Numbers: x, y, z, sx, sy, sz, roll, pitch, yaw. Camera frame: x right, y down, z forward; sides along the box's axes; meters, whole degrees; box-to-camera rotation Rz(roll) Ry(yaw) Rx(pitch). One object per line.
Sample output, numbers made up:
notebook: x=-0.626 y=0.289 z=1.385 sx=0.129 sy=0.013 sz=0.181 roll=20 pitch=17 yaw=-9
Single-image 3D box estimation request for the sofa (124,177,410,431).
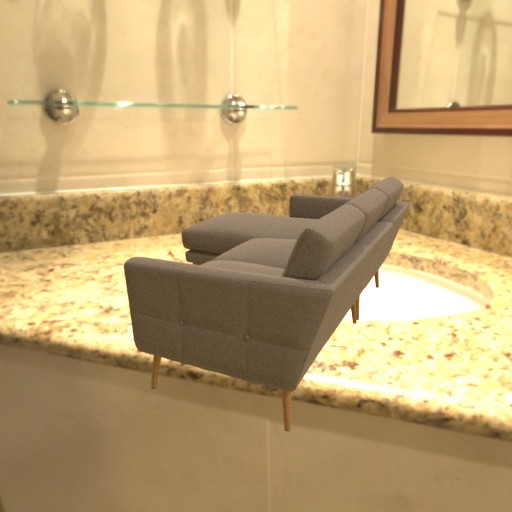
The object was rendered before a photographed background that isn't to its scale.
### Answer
sofa: x=0.000 y=0.000 z=2.741 sx=1.530 sy=0.860 sz=2.040 roll=8 pitch=19 yaw=25
